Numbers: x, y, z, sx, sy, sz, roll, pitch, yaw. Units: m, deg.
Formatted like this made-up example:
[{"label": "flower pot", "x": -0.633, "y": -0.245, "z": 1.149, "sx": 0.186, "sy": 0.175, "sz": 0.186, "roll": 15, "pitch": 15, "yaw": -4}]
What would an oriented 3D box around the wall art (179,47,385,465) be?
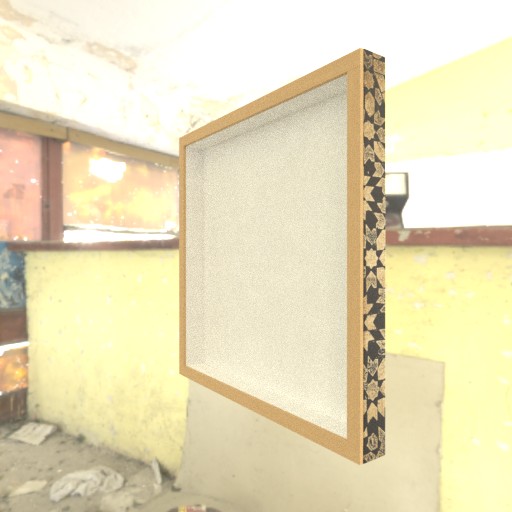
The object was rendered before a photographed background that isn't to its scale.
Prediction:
[{"label": "wall art", "x": 0.000, "y": 0.000, "z": 0.605, "sx": 0.038, "sy": 0.405, "sz": 0.405, "roll": 0, "pitch": 0, "yaw": -35}]
